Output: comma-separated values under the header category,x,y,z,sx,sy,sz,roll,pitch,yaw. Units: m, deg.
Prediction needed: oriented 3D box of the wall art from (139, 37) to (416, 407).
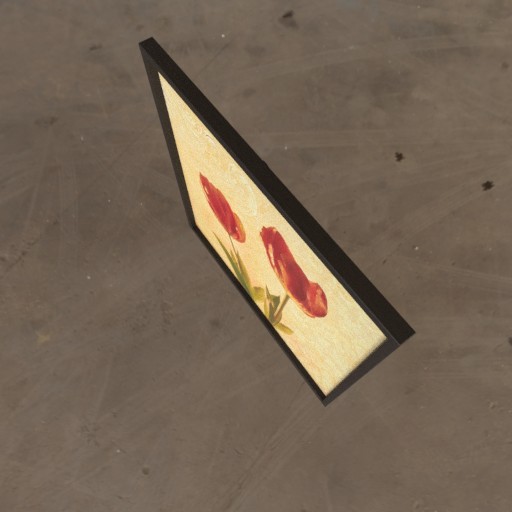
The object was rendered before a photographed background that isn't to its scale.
category,x,y,z,sx,sy,sz,roll,pitch,yaw
wall art,0.000,0.000,1.179,0.043,0.807,0.805,-33,69,-14
